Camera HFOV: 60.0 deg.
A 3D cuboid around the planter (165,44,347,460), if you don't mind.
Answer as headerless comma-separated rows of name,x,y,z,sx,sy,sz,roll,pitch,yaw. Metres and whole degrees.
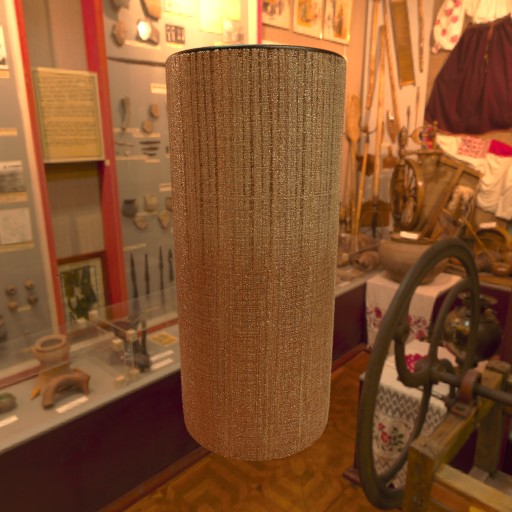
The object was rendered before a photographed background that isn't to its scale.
planter,0.000,0.000,0.278,0.100,0.227,0.100,15,22,43
